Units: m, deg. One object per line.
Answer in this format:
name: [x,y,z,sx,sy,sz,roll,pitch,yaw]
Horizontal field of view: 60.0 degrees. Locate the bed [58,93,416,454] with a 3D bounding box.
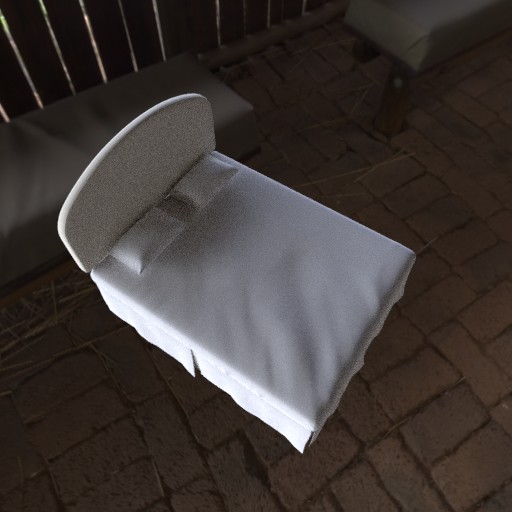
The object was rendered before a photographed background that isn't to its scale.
bed: [0.000,0.000,3.145,2.005,1.410,1.607,30,62,18]
